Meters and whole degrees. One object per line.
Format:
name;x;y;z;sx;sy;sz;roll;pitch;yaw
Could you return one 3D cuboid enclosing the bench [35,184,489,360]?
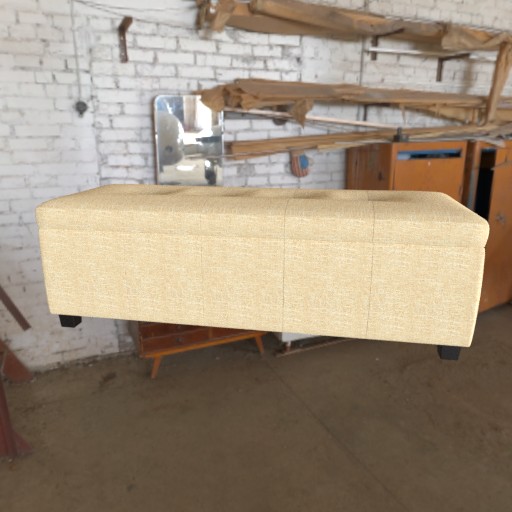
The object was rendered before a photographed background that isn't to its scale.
bench;0.000;0.000;1.405;1.219;0.406;0.432;3;17;10
